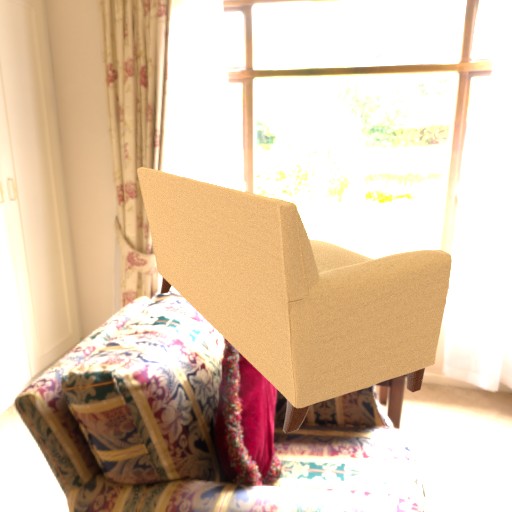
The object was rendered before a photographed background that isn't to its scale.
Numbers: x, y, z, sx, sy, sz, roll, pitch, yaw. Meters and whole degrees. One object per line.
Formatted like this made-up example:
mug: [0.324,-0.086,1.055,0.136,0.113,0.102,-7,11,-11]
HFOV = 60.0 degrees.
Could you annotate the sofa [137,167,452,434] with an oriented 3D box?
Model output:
sofa: [0.000,0.000,2.490,0.841,0.907,2.001,-7,16,-26]
